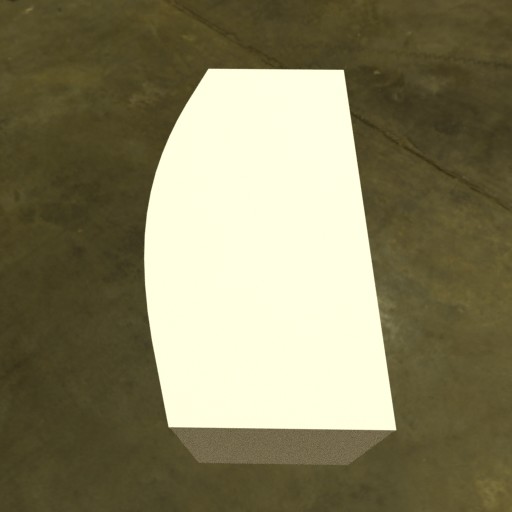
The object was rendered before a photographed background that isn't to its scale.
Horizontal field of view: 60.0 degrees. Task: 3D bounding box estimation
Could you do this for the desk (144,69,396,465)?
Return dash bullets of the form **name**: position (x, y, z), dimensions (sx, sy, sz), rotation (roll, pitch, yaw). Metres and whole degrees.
- **desk**: position (0.000, 0.000, 1.978), dimensions (0.802, 0.750, 1.600), rotation (1, 58, 0)
